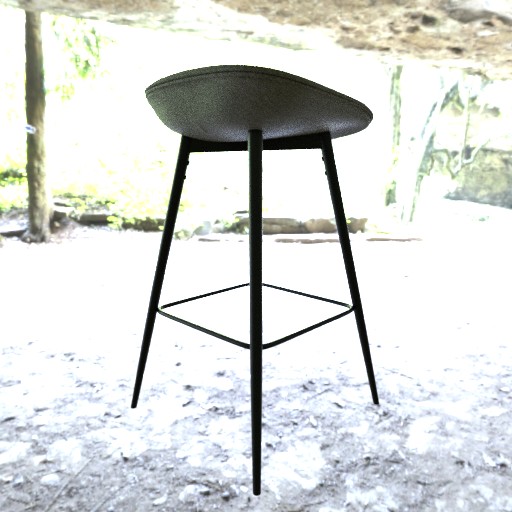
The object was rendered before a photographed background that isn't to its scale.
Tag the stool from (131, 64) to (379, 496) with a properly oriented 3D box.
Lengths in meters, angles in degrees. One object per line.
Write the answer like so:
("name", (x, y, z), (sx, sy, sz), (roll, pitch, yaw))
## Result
("stool", (0.000, 0.000, 1.103), (0.469, 0.814, 0.480), (11, 16, 43))
